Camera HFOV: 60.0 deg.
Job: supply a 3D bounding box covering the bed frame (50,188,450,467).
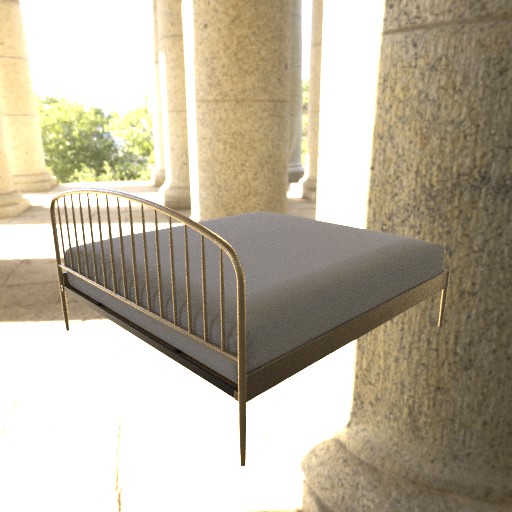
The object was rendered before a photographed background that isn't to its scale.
[{"bbox_3d":[0.000,0.000,3.285,2.152,1.174,2.016,-15,22,-42],"label":"bed frame"}]
